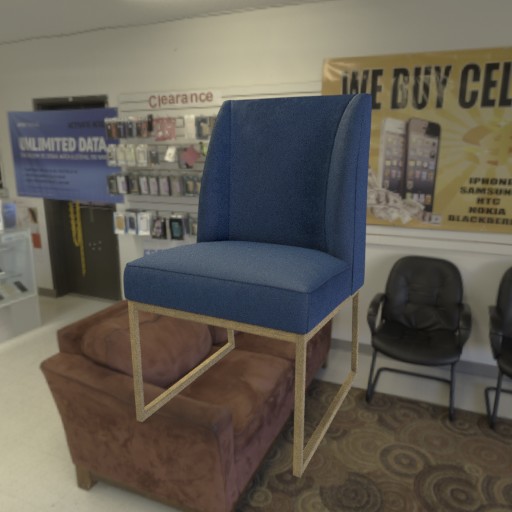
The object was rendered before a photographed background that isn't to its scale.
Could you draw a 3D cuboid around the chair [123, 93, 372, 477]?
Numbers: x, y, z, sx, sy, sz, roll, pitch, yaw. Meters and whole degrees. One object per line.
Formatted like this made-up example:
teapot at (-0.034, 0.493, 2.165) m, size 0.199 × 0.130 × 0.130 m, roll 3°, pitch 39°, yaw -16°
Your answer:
chair at (0.000, 0.000, 1.208) m, size 0.508 × 0.863 × 0.522 m, roll 7°, pitch 16°, yaw 26°
